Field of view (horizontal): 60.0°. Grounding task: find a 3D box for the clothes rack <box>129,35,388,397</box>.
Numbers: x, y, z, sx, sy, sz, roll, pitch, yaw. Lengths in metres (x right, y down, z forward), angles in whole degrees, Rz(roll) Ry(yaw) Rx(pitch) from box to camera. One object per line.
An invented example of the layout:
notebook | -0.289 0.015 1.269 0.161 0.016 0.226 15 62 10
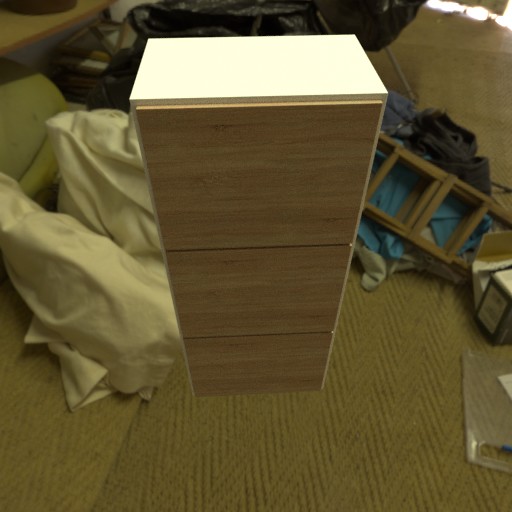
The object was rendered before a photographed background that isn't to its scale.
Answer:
clothes rack | 0.000 0.000 1.383 0.500 1.187 0.331 -2 46 -2
